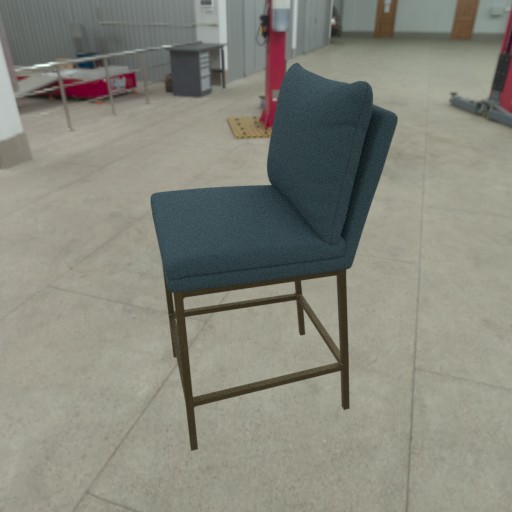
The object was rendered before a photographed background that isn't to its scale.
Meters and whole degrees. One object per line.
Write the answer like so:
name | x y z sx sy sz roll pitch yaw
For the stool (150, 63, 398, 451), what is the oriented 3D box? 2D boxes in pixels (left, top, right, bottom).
stool | 0.000 0.000 1.340 0.568 1.032 0.463 -8 31 -14
